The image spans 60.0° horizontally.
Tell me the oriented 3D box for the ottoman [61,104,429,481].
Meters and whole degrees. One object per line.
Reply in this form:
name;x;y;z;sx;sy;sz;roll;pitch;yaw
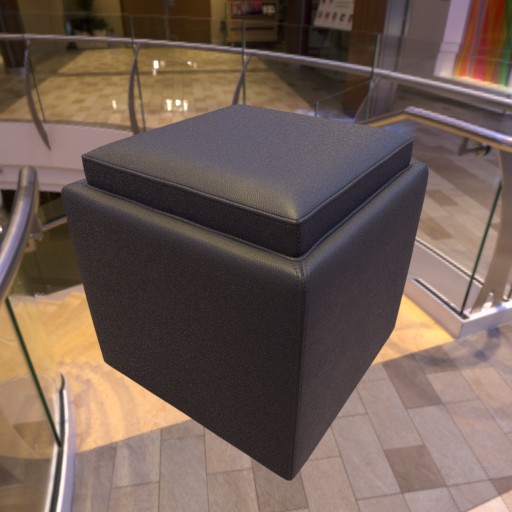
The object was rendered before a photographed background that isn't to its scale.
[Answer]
ottoman;0.000;0.000;0.805;0.451;0.460;0.450;20;37;29
